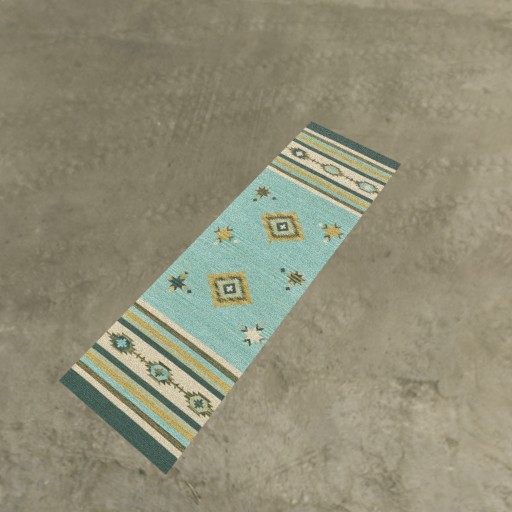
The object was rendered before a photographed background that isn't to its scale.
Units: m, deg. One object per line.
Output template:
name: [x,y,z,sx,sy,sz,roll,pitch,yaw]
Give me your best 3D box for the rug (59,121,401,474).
rug: [0.000,0.000,2.708,0.744,0.010,2.441,32,63,18]
